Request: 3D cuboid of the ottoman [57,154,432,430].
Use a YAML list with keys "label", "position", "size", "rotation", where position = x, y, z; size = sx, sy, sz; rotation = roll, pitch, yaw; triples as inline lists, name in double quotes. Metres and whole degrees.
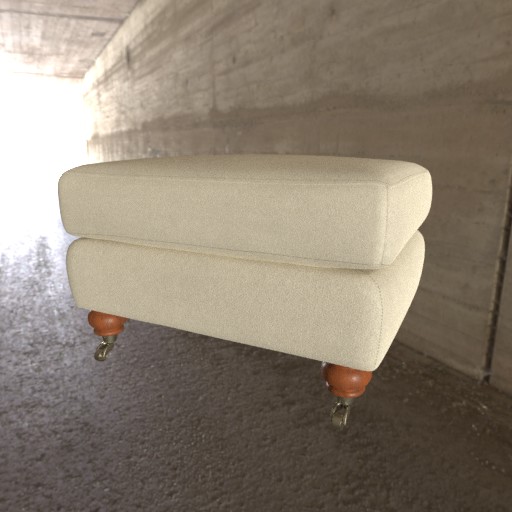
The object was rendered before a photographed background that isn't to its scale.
- label: "ottoman"
  position: [0.000, 0.000, 1.121]
  size: [0.773, 0.499, 0.569]
  rotation: [7, 16, 26]
